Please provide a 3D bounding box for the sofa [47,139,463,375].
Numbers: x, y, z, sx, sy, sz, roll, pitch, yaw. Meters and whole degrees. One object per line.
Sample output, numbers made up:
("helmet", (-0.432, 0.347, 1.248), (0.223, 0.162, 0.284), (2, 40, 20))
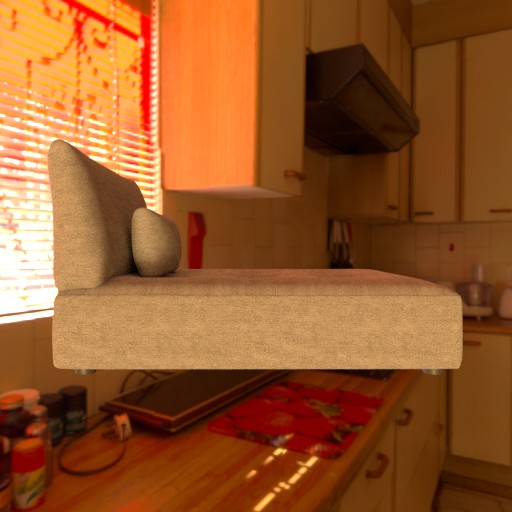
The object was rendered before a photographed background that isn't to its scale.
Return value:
("sofa", (0.000, 0.000, 1.960), (1.450, 0.820, 0.930), (0, 1, 0))
